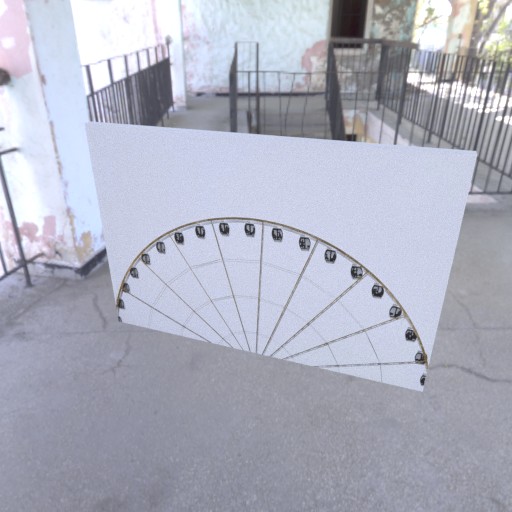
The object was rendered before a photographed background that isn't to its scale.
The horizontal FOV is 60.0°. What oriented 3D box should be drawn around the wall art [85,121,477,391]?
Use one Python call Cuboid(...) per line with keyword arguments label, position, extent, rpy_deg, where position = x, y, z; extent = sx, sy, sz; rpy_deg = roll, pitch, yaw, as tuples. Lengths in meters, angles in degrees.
Cuboid(label="wall art", position=(0.000, 0.000, 1.428), extent=(1.144, 0.767, 0.038), rpy_deg=(9, 29, 17))
